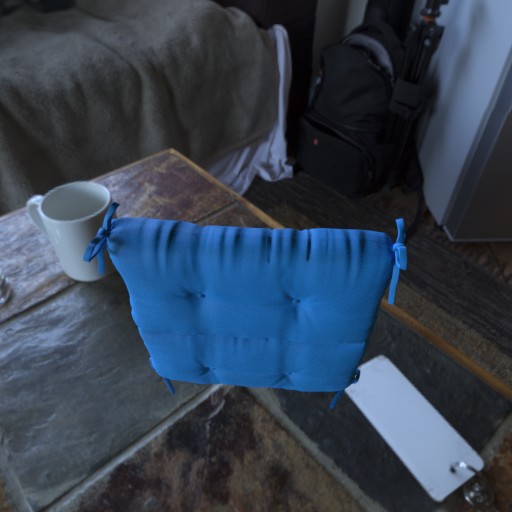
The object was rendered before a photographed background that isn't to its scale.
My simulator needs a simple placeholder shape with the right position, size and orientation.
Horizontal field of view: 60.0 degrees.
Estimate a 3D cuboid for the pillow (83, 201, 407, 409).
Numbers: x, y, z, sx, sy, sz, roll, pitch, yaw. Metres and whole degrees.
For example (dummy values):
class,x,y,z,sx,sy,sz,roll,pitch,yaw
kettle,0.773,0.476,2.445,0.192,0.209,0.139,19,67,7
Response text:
class,x,y,z,sx,sy,sz,roll,pitch,yaw
pillow,0.000,0.000,1.031,0.519,0.605,0.571,3,46,3
